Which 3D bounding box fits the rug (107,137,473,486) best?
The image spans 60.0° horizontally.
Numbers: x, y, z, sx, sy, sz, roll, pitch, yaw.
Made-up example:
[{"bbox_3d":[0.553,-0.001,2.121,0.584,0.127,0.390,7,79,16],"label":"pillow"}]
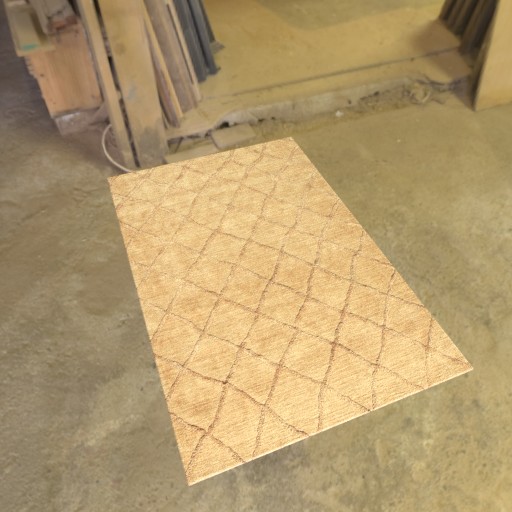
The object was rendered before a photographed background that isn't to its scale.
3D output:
[{"bbox_3d":[0.000,0.000,2.827,1.528,0.014,2.292,-16,50,-14],"label":"rug"}]
